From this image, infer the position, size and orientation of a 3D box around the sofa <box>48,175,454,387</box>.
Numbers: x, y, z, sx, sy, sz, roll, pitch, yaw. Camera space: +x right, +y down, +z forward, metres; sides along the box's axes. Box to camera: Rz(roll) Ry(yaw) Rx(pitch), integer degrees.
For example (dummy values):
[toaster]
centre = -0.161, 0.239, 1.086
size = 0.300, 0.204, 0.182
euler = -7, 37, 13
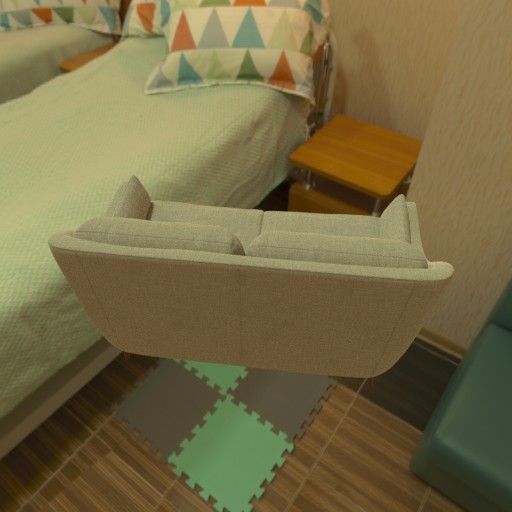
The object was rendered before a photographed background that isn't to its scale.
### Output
[sofa]
centre = 0.000, 0.000, 2.258
size = 1.652, 0.888, 0.965
euler = 5, 46, 5
